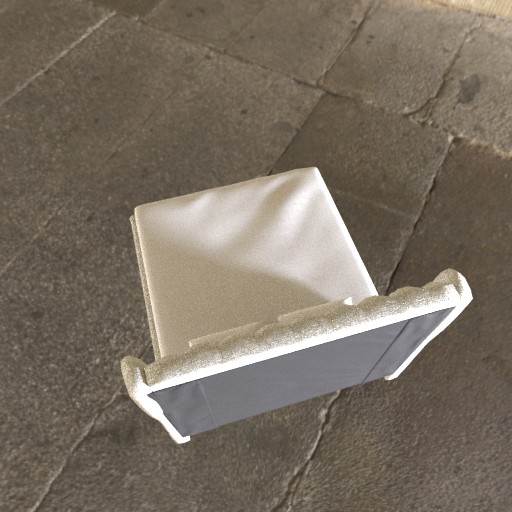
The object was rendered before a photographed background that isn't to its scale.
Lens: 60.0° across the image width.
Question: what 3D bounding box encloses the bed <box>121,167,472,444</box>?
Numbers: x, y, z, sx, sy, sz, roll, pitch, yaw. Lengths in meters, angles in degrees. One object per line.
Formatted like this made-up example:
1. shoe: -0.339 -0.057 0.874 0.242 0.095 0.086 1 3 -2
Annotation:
1. bed: 0.000 0.000 3.898 2.219 1.771 2.347 -14 60 -8
